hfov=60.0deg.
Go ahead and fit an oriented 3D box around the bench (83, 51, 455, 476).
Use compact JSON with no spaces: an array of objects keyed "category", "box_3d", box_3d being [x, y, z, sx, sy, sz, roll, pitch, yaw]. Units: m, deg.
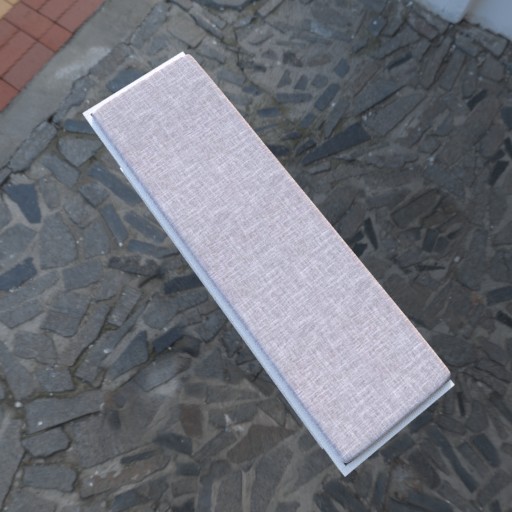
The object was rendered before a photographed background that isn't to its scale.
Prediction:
[{"category":"bench","box_3d":[0.000,0.000,1.389,0.363,0.453,1.196,-36,79,-8]}]
